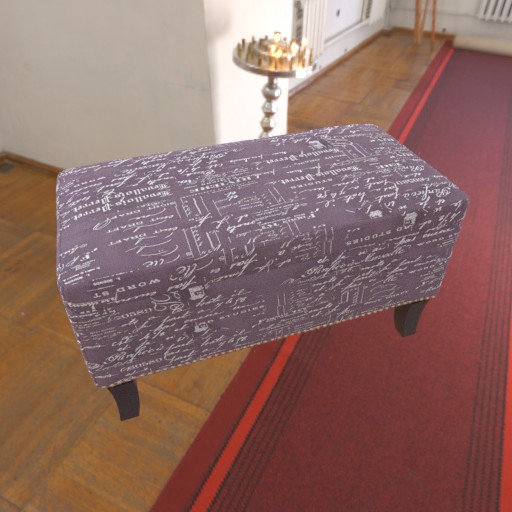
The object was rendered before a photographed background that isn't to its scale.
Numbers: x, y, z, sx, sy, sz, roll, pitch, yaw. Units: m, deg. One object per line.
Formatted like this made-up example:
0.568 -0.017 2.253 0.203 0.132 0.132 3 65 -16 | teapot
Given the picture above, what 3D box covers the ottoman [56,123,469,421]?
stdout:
0.000 0.000 1.066 0.813 0.457 0.406 -13 42 -14 | ottoman
